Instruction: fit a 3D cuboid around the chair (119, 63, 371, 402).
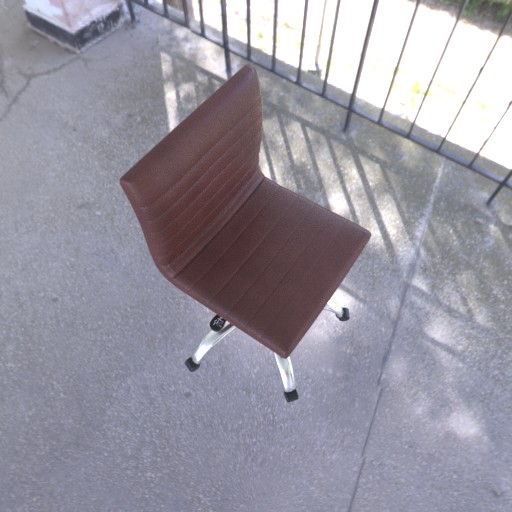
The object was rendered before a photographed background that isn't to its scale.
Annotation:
[{"bbox_3d":[0.000,0.000,1.137,0.530,0.780,0.556,32,65,17],"label":"chair"}]
